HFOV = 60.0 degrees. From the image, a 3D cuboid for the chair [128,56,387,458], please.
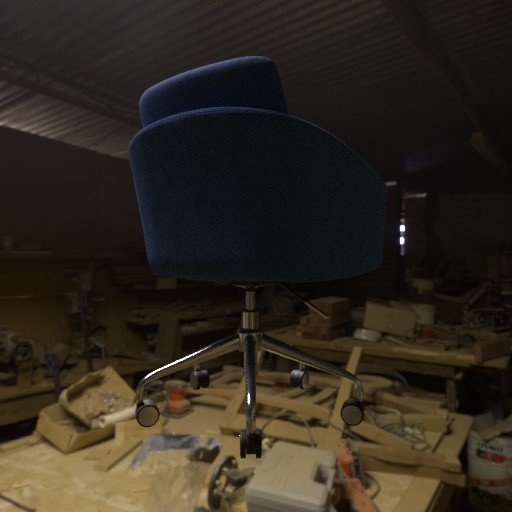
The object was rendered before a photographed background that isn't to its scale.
[{"bbox_3d":[0.000,0.000,1.314,0.641,0.908,0.635,0,0,35],"label":"chair"}]
